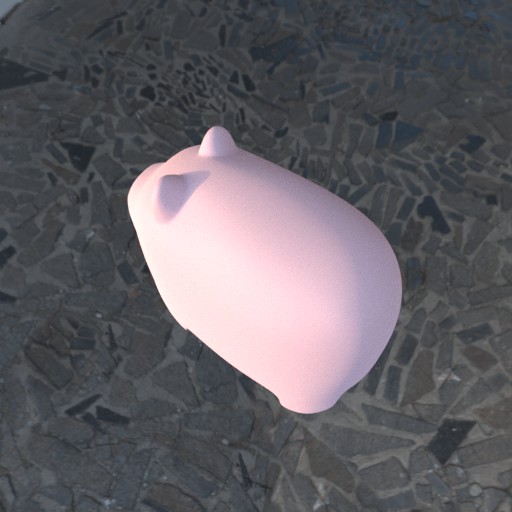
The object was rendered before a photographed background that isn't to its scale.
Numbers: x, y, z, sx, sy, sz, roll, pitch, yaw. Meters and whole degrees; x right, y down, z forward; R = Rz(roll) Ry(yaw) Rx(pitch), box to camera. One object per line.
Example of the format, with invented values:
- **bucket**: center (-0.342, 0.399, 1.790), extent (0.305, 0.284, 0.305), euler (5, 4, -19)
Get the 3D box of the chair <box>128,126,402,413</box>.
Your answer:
- **chair**: center (0.000, 0.000, 0.898), extent (0.619, 0.423, 0.364), euler (32, 67, 16)
